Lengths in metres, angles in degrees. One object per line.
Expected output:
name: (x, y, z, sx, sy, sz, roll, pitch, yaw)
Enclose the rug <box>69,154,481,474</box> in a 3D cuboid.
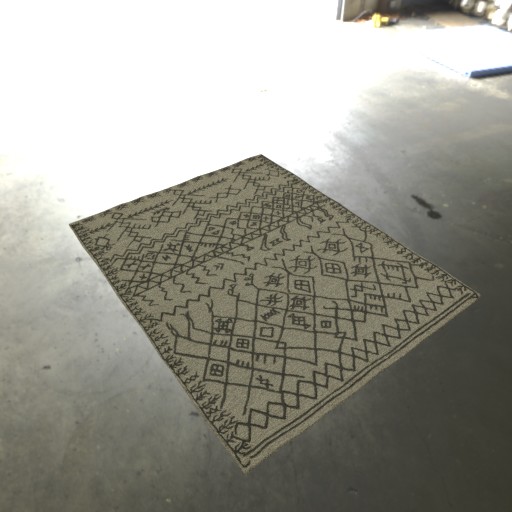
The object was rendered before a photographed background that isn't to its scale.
rug: (0.000, 0.000, 3.259, 1.964, 0.025, 2.455, -26, 48, -27)
